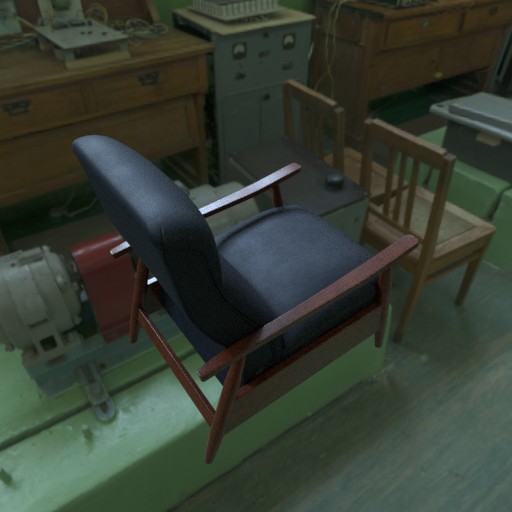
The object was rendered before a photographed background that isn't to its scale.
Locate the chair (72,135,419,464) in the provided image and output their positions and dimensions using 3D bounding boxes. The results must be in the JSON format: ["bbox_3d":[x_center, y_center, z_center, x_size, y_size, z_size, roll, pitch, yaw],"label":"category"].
[{"bbox_3d":[0.000,0.000,1.762,1.014,1.082,0.762,-25,46,-26],"label":"chair"}]
